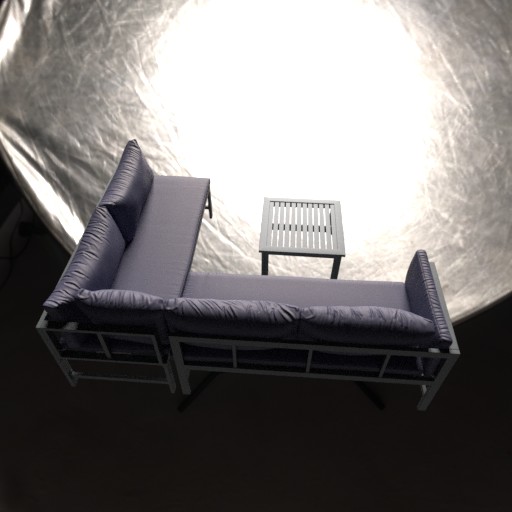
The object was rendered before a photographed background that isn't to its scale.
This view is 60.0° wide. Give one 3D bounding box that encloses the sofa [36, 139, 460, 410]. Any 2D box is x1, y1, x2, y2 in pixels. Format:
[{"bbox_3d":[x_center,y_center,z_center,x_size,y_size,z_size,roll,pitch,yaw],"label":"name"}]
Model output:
[{"bbox_3d":[0.000,0.000,2.972,2.149,0.762,1.658,3,46,3],"label":"sofa"}]
